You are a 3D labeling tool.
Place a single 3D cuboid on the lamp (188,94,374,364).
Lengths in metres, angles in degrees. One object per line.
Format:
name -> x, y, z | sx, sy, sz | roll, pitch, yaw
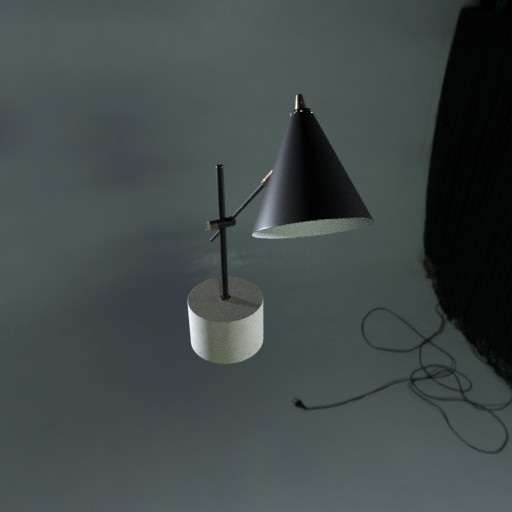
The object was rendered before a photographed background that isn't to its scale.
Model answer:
lamp -> 0.000, 0.000, 0.726 | 0.214, 0.518, 0.403 | -9, 32, -15
